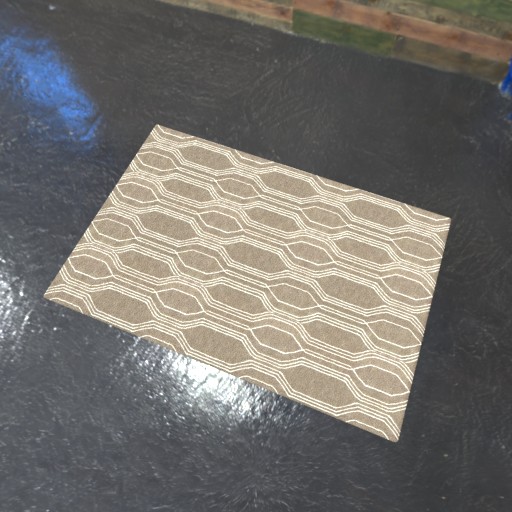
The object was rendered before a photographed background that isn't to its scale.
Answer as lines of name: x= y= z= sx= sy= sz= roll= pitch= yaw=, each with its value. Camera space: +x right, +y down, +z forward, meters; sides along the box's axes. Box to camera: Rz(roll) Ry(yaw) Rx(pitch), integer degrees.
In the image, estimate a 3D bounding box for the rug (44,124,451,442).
rug: x=0.000 y=0.000 z=2.352 sx=1.836 sy=0.012 sz=1.239 roll=20 pitch=65 yaw=10
